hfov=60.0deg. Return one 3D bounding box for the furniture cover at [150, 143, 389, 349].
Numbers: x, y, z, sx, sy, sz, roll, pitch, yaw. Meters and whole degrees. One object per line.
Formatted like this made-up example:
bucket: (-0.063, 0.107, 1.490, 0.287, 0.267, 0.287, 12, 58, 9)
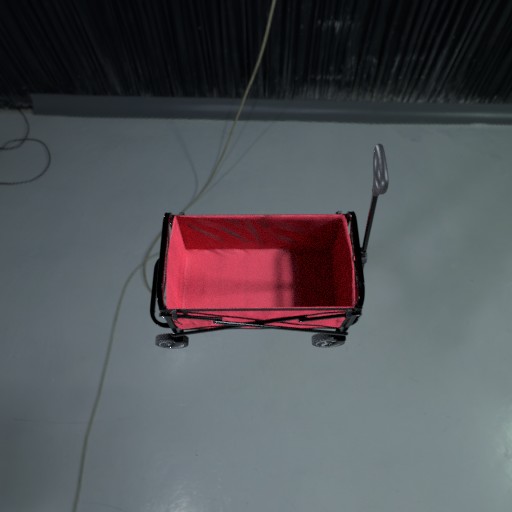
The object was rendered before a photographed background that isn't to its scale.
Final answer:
furniture cover: (0.000, 0.000, 1.877, 1.038, 1.295, 0.532, 0, 64, 0)
